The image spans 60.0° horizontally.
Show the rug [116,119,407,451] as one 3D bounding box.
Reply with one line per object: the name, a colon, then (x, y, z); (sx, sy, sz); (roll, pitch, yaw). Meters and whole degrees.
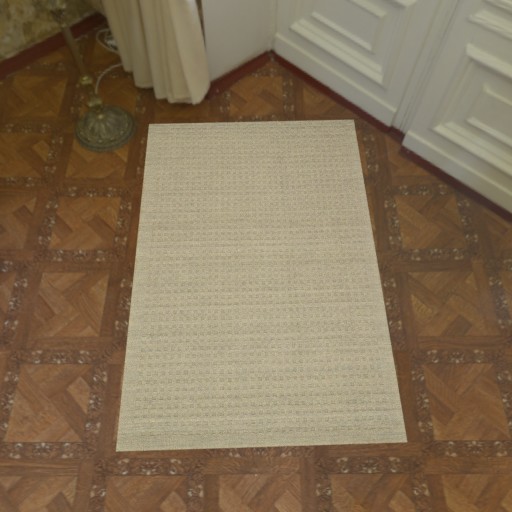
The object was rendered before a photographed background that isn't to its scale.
rug: (0.000, 0.000, 3.652); (1.981, 0.006, 2.895); (-1, 64, -1)
